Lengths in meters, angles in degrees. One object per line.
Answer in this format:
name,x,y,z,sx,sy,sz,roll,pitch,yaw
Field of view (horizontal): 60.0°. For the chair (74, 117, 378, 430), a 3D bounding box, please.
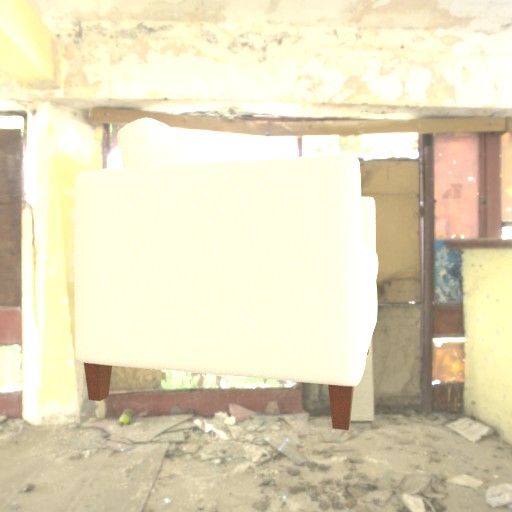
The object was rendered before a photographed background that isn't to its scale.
chair,0.000,0.000,1.682,0.878,0.885,1.019,0,0,17
